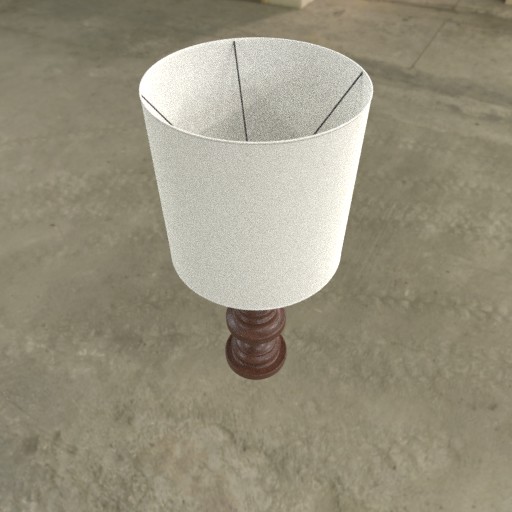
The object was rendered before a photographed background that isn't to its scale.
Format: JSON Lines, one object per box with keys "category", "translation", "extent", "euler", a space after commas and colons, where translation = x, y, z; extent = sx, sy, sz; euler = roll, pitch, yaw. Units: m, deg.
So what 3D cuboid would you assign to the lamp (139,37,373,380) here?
{"category": "lamp", "translation": [0.000, 0.000, 0.564], "extent": [0.208, 0.455, 0.208], "euler": [-25, 51, -22]}
